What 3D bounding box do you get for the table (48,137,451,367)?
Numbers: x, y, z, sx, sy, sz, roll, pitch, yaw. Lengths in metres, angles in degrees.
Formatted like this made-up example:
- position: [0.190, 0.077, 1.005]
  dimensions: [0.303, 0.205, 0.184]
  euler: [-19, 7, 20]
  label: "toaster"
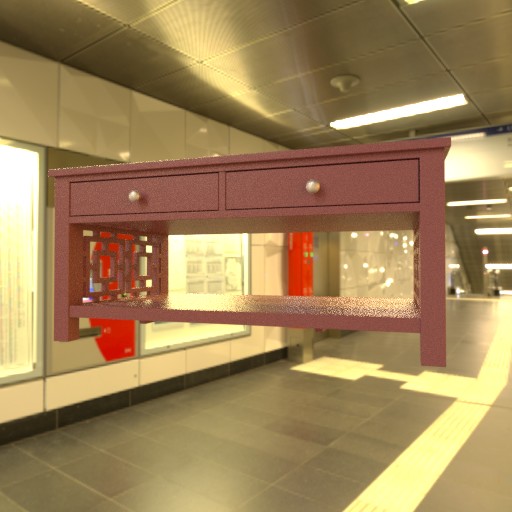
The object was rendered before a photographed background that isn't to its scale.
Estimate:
- position: [0.000, 0.000, 1.386]
  dimensions: [1.068, 0.493, 0.612]
  euler: [0, -1, 18]
  label: "table"
